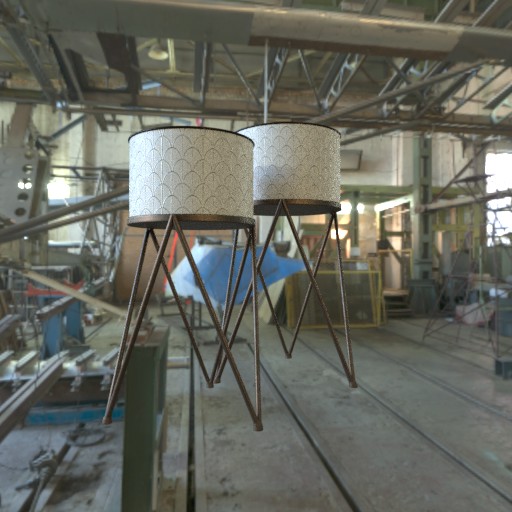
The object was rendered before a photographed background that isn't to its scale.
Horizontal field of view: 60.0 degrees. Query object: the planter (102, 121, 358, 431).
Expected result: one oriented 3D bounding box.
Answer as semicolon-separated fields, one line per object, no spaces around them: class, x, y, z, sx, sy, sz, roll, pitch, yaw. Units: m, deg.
planter;0.000;0.000;1.176;0.413;0.712;0.769;0;0;36
